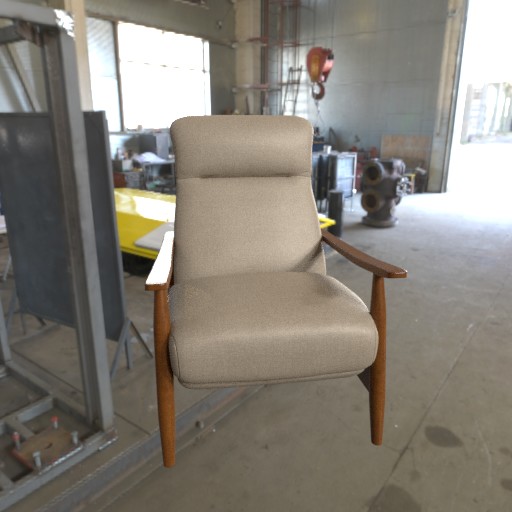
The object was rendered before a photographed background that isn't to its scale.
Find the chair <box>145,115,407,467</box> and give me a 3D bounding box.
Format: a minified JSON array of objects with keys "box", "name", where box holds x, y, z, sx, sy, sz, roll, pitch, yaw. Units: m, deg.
[{"box":[0.000,0.000,1.765,0.762,1.082,1.032,-2,17,-8],"name":"chair"}]
